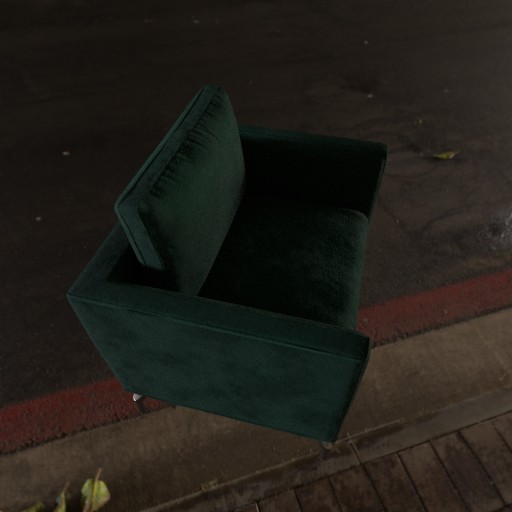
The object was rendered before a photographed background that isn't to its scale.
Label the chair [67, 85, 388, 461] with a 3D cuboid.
[{"bbox_3d":[0.000,0.000,1.693,0.852,0.997,1.047,10,47,10],"label":"chair"}]
